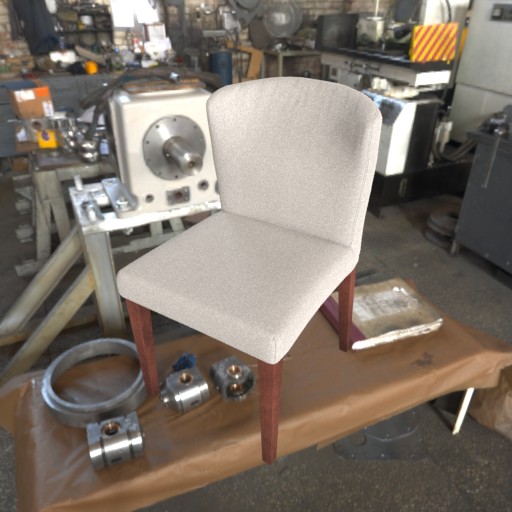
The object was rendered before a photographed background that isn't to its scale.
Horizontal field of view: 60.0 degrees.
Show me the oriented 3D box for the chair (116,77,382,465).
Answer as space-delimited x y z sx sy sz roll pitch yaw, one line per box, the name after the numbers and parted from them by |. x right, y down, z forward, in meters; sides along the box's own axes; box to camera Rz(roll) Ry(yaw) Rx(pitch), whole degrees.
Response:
0.000 0.000 1.213 0.491 0.839 0.592 18 35 27 | chair
